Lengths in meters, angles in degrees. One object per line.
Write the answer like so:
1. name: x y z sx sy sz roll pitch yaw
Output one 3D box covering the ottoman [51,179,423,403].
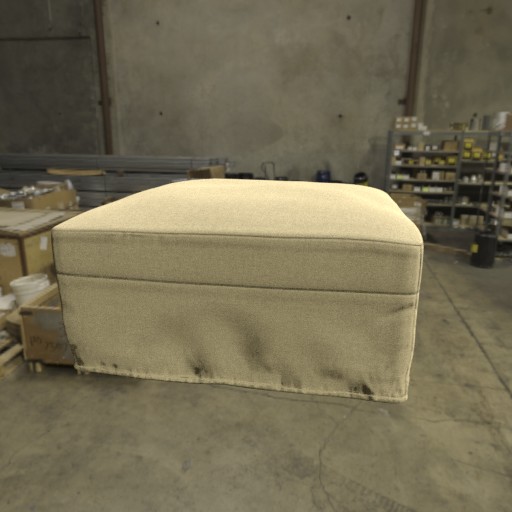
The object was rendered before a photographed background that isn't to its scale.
1. ottoman: 0.000 0.000 1.367 0.840 0.436 0.843 3 16 10
